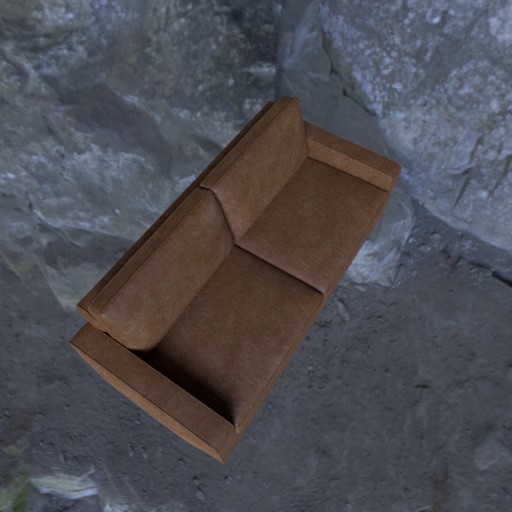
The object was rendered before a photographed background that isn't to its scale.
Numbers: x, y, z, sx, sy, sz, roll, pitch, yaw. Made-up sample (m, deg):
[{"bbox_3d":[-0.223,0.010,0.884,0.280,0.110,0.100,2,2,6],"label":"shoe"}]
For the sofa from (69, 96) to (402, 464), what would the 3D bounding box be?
[{"bbox_3d":[0.000,0.000,2.742,0.991,0.928,2.156,30,64,16],"label":"sofa"}]
